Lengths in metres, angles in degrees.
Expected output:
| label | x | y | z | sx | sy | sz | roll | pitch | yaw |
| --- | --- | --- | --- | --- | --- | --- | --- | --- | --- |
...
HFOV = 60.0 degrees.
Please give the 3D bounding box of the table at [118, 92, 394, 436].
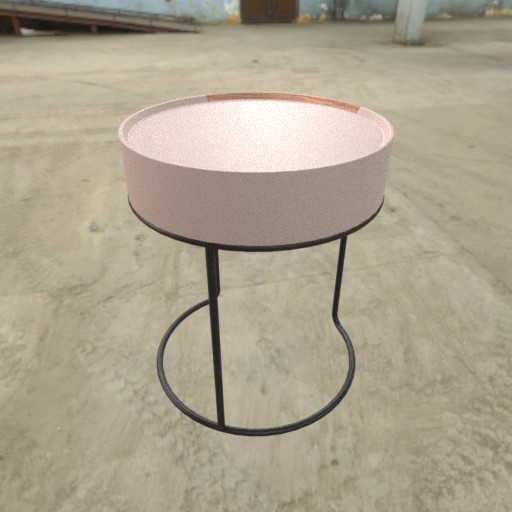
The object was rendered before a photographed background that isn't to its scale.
| label | x | y | z | sx | sy | sz | roll | pitch | yaw |
| --- | --- | --- | --- | --- | --- | --- | --- | --- | --- |
| table | 0.000 | 0.000 | 0.883 | 0.450 | 0.530 | 0.450 | 0 | 32 | 0 |
